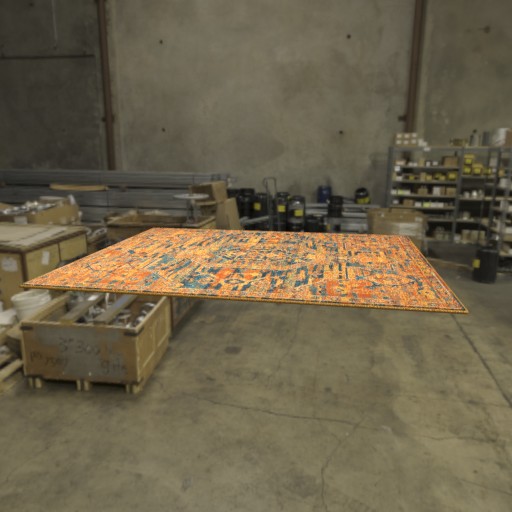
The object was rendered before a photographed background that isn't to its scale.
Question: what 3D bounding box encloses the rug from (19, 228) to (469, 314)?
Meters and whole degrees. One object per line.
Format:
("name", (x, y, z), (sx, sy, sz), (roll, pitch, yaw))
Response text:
("rug", (0.000, 0.000, 4.090), (3.040, 0.031, 2.435), (2, 14, 10))
